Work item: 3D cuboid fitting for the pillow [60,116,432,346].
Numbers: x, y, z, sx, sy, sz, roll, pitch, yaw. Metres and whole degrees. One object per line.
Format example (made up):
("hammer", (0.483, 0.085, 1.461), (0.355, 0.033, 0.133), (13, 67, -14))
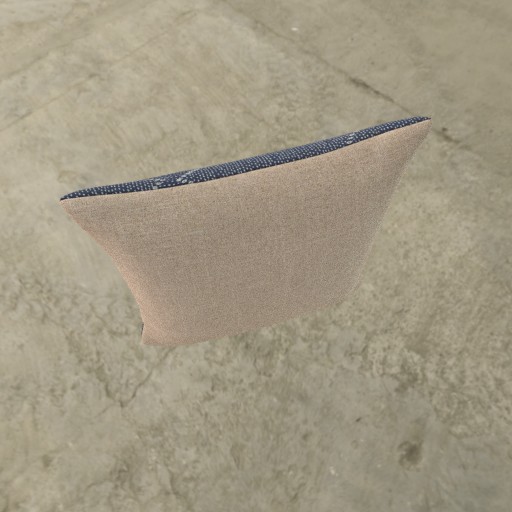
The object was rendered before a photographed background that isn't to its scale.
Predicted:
("pillow", (0.000, 0.000, 0.671), (0.435, 0.428, 0.148), (-14, 60, -8))
